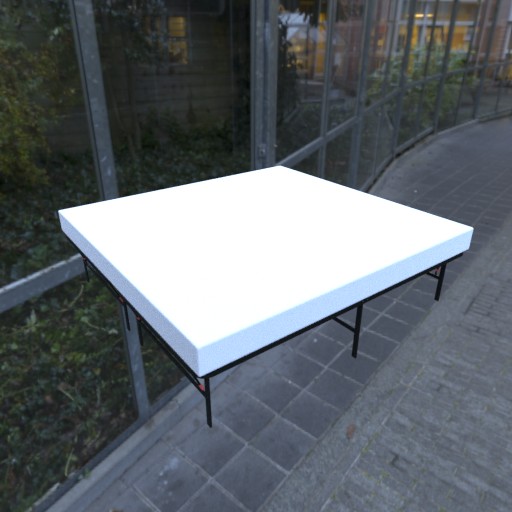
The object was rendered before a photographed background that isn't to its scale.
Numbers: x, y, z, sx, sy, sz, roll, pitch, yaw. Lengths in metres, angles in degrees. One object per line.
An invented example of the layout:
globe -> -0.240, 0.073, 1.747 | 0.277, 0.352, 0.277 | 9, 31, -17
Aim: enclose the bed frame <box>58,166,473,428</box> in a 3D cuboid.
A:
bed frame -> 0.000, 0.000, 3.095 | 2.032, 0.559, 1.930 | -18, 32, -33
